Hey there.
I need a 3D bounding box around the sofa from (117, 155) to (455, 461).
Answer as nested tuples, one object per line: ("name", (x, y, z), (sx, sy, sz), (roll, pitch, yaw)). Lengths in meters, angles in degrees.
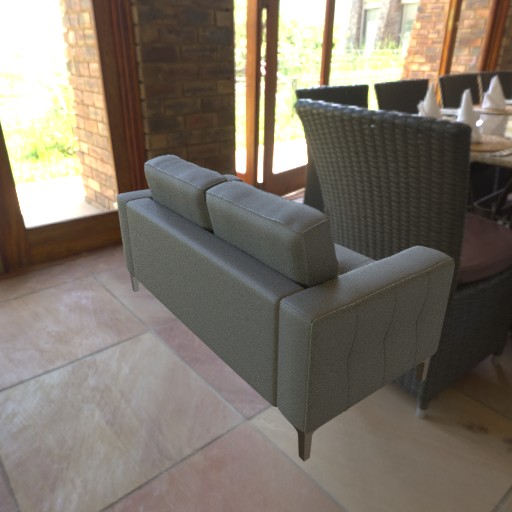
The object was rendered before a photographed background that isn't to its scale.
("sofa", (0.000, 0.000, 2.295), (0.833, 0.893, 1.726), (-17, 30, -33))
